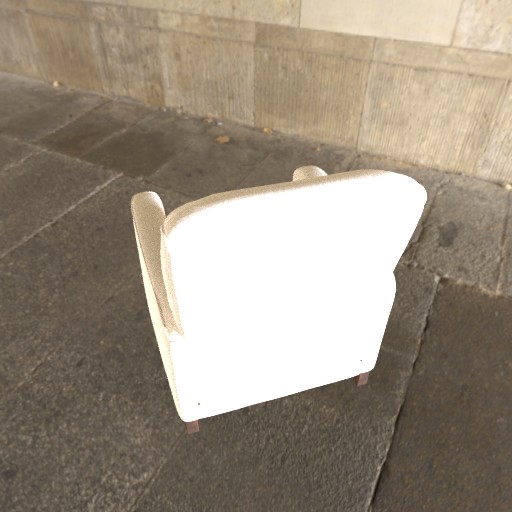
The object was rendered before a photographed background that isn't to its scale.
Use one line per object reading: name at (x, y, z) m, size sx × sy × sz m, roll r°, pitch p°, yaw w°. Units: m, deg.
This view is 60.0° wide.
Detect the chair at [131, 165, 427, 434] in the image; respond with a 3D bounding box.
chair at (0.000, 0.000, 1.662) m, size 0.841 × 1.028 × 0.858 m, roll -12°, pitch 42°, yaw -13°
